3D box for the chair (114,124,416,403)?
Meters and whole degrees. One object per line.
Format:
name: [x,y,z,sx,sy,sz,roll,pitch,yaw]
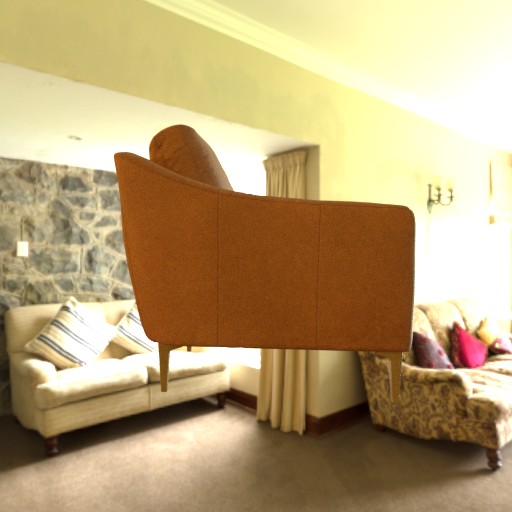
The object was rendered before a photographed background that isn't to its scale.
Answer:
chair: [0.000,0.000,1.778,0.963,0.895,0.988,0,0,-1]
